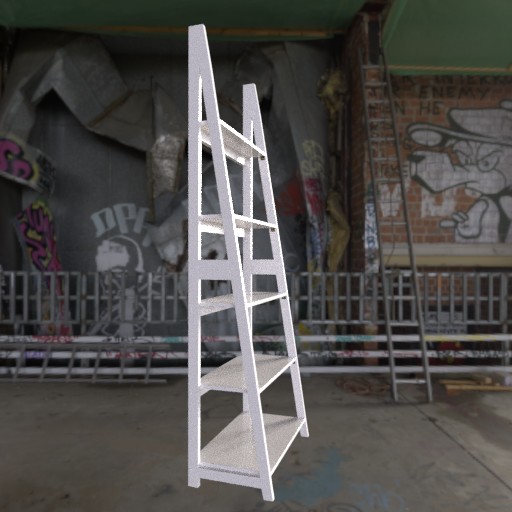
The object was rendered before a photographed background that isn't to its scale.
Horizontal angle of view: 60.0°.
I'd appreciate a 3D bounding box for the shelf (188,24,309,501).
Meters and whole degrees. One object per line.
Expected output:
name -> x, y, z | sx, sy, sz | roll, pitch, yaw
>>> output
shelf -> 0.000, 0.000, 1.960 | 0.341, 1.779, 0.636 | 0, 0, 19
